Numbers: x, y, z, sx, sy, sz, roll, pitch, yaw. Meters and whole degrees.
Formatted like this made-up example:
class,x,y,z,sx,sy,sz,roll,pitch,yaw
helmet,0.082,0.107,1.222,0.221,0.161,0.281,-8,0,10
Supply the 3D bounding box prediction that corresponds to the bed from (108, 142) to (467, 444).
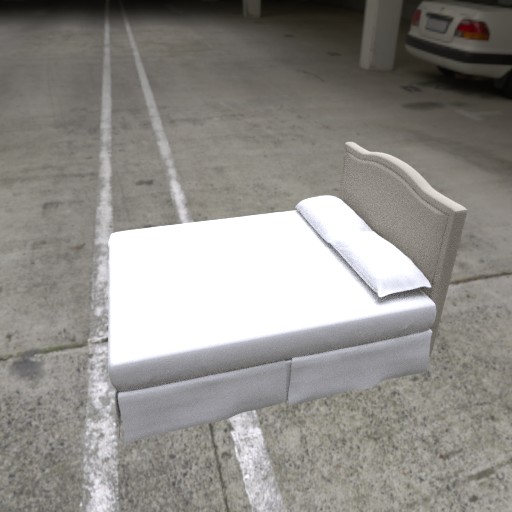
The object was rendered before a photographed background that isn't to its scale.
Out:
class,x,y,z,sx,sy,sz,roll,pitch,yaw
bed,0.000,0.000,3.676,2.477,1.437,1.977,-8,31,-14
